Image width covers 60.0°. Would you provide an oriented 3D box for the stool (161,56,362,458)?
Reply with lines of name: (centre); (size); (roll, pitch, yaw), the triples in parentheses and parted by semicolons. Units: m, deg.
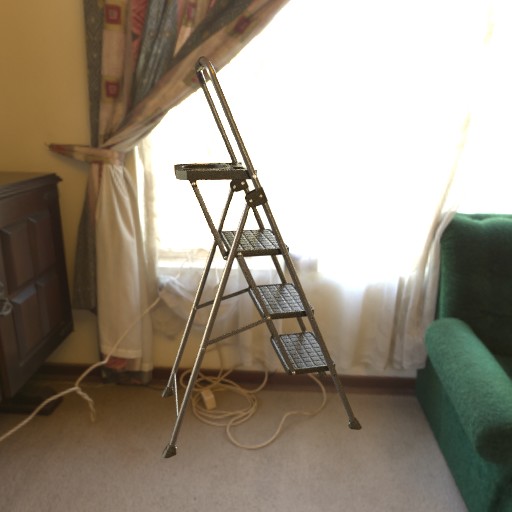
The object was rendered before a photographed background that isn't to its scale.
stool: (0.000, 0.000, 1.575); (0.733, 1.277, 0.396); (-4, 17, -11)
